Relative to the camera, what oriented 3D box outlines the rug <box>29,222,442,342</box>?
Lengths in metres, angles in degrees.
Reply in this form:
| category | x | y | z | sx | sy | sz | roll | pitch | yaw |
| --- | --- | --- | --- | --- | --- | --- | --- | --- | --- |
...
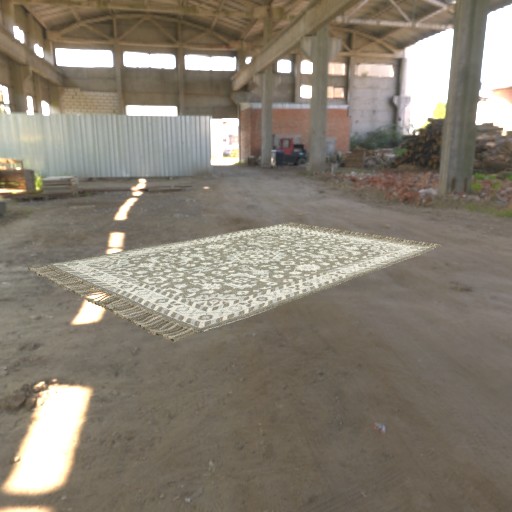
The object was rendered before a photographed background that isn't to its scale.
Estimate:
| category | x | y | z | sx | sy | sz | roll | pitch | yaw |
| --- | --- | --- | --- | --- | --- | --- | --- | --- | --- |
| rug | 0.000 | 0.000 | 3.001 | 1.530 | 0.025 | 2.431 | 13 | 19 | 43 |
